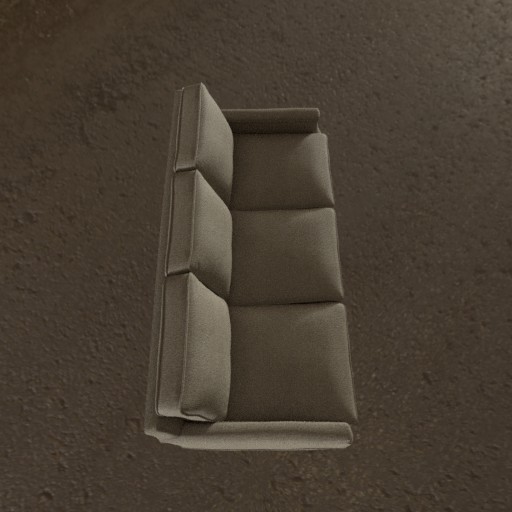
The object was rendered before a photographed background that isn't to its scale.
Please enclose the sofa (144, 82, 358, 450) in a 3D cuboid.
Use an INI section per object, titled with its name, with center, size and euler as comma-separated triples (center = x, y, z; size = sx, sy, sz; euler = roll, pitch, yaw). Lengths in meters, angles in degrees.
[sofa]
center = 0.000, 0.000, 2.824
size = 1.084, 1.003, 2.246
euler = -1, 64, 0
